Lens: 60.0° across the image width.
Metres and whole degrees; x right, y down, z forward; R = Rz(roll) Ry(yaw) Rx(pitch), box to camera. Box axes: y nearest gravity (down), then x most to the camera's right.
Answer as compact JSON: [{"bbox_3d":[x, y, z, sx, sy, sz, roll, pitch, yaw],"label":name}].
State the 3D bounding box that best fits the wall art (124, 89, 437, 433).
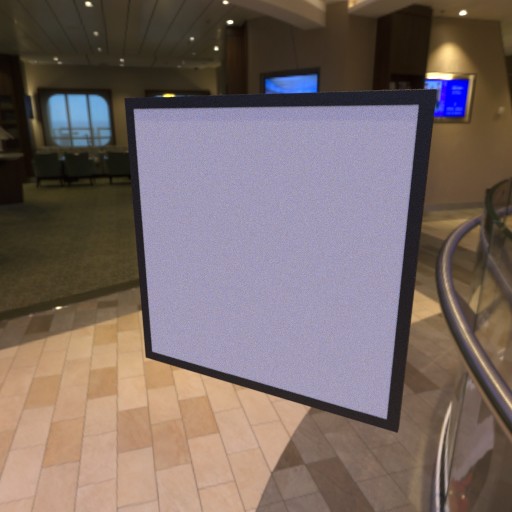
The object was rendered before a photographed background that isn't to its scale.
[{"bbox_3d":[0.000,0.000,1.176,0.807,0.807,0.022,9,19,26],"label":"wall art"}]
